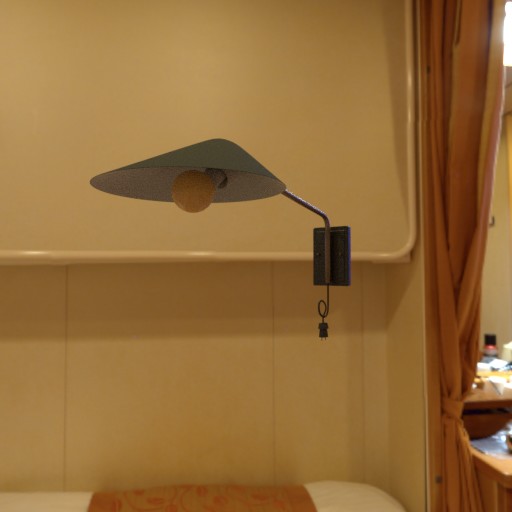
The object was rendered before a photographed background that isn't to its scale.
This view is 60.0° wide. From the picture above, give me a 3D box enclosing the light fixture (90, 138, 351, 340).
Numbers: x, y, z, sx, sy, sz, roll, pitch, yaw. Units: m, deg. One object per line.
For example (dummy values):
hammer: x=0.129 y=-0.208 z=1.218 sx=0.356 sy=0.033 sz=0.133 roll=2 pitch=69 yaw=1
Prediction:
light fixture: x=0.000 y=0.000 z=0.668 sx=0.240 sy=0.312 sz=0.516 roll=-1 pitch=-2 yaw=36
